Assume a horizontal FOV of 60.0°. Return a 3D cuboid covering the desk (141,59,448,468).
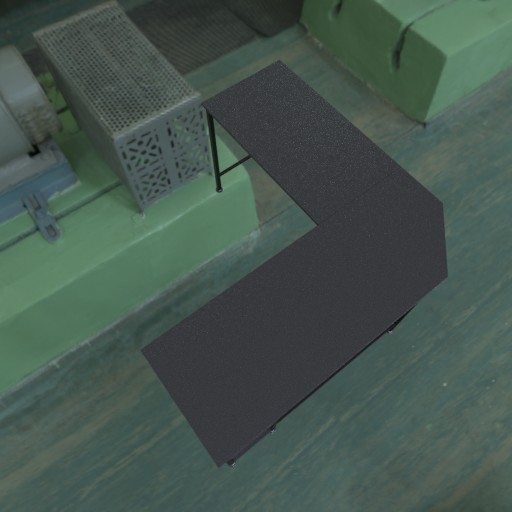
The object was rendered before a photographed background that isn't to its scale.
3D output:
[{"bbox_3d":[0.000,0.000,2.229,1.379,0.739,1.379,-35,69,-16],"label":"desk"}]
